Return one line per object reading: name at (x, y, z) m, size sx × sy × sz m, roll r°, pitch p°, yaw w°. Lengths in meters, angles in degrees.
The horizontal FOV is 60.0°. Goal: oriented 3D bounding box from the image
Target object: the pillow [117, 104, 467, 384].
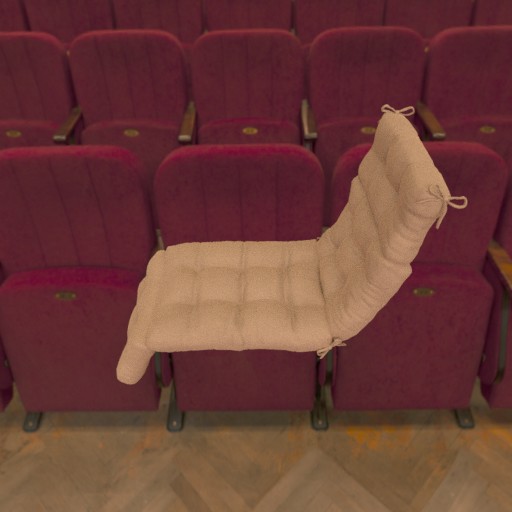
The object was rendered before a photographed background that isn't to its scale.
pillow at (0.000, 0.000, 1.505) m, size 1.016 × 0.863 × 0.526 m, roll 0°, pitch 42°, yaw 0°
